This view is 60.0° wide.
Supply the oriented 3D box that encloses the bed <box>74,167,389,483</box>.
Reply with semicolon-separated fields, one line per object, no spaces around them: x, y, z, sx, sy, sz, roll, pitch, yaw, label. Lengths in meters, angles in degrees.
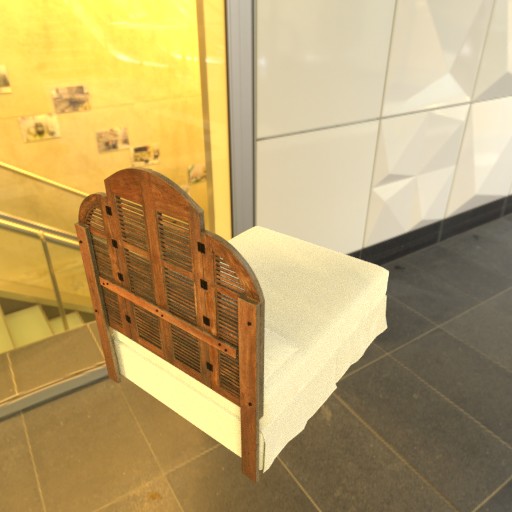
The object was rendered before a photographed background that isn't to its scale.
0.000;0.000;3.651;1.713;2.019;2.138;21;36;32;bed
